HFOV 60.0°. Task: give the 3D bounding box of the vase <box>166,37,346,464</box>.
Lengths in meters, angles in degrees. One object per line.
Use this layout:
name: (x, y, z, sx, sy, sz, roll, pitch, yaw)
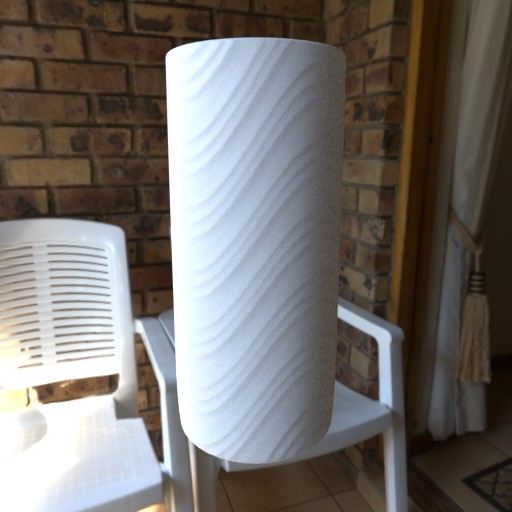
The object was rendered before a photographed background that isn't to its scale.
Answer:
vase: (0.000, 0.000, 0.381, 0.143, 0.316, 0.143, 0, 14, 0)
